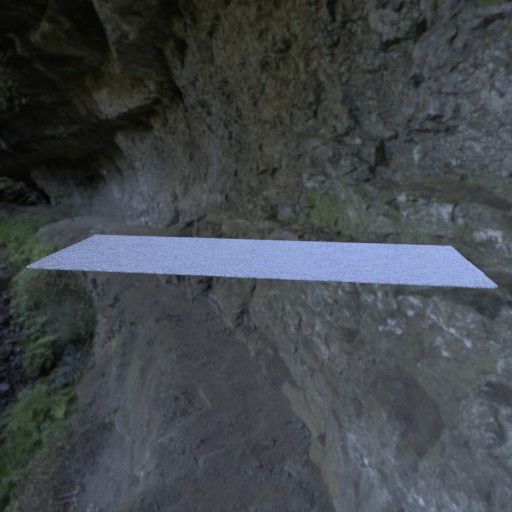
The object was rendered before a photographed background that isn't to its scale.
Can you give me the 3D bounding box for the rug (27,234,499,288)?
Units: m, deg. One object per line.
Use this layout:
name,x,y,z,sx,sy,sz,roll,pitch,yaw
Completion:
rug,0.000,0.000,2.632,2.436,0.013,0.807,2,16,8
